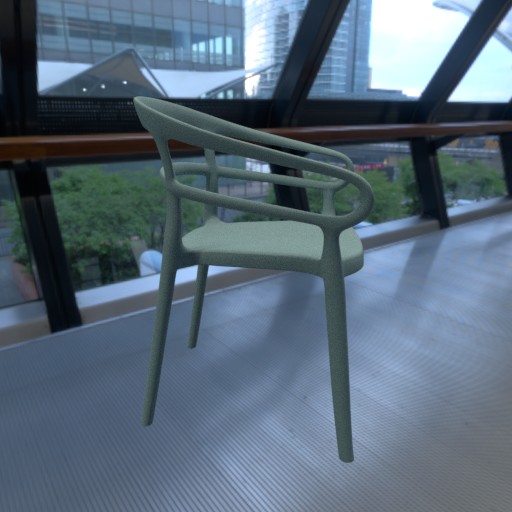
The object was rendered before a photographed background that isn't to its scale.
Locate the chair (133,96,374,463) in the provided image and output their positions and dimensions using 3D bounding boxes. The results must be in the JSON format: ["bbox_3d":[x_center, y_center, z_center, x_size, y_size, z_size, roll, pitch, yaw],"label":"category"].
[{"bbox_3d":[0.000,0.000,1.122,0.527,0.761,0.559,2,17,8],"label":"chair"}]
